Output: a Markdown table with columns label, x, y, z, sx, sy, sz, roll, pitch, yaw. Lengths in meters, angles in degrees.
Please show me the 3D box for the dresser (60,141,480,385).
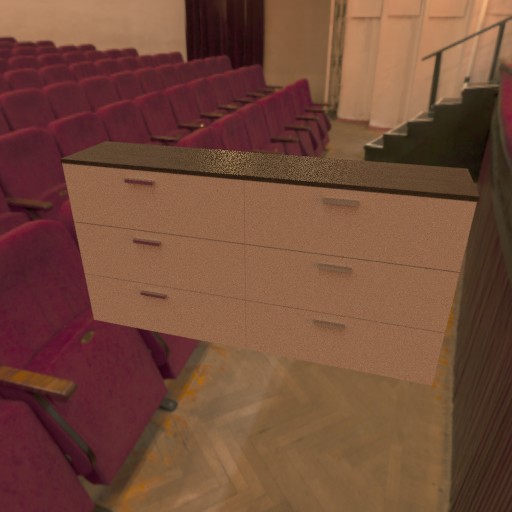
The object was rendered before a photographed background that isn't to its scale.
| label | x | y | z | sx | sy | sz | roll | pitch | yaw |
| --- | --- | --- | --- | --- | --- | --- | --- | --- | --- |
| dresser | 0.000 | 0.000 | 1.876 | 1.535 | 0.790 | 0.333 | 8 | 28 | 15 |
